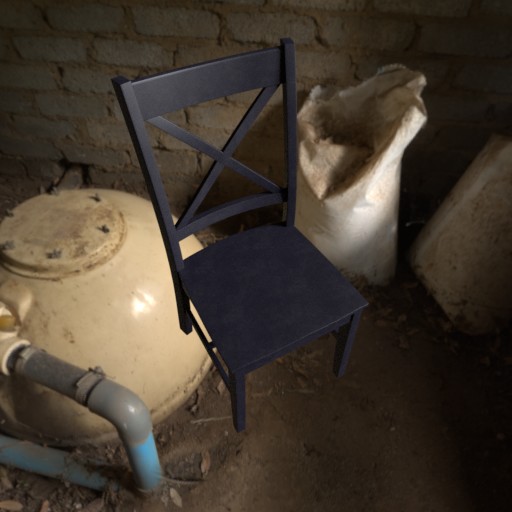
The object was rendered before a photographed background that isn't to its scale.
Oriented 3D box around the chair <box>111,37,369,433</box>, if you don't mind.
[{"bbox_3d":[0.000,0.000,1.308,0.485,0.983,0.542,-22,51,-19],"label":"chair"}]
